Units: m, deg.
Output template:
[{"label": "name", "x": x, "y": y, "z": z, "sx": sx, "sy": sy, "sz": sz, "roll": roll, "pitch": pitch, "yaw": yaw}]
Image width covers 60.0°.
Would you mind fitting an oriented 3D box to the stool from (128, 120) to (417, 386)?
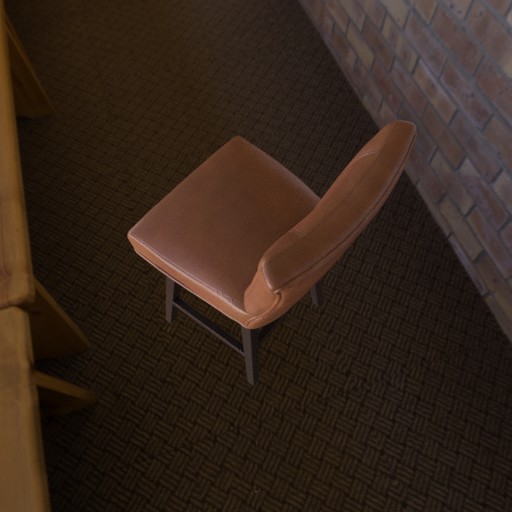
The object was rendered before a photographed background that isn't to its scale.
[{"label": "stool", "x": 0.000, "y": 0.000, "z": 1.421, "sx": 0.585, "sy": 1.094, "sz": 0.522, "roll": 36, "pitch": 68, "yaw": 17}]
